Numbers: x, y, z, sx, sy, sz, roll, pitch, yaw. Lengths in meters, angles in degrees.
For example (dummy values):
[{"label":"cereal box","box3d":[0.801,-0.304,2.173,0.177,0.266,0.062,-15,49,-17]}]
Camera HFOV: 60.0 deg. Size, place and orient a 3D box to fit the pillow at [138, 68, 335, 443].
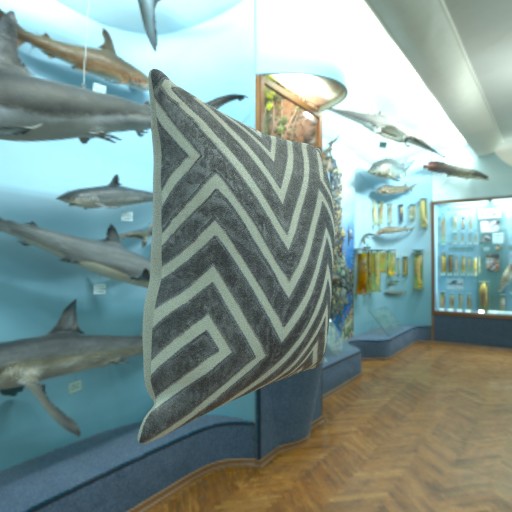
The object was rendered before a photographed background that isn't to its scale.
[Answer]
[{"label":"pillow","box3d":[0.000,0.000,0.686,0.182,0.441,0.440,0,-1,36]}]
